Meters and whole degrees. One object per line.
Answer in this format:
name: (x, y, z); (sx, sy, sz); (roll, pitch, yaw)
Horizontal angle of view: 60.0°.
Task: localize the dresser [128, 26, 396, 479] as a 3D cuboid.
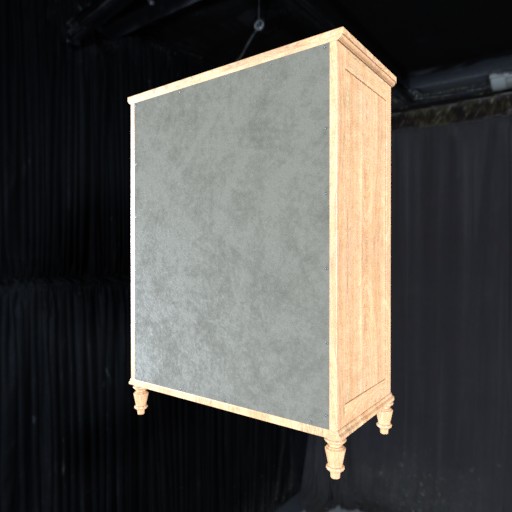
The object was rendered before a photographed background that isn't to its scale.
dresser: (0.000, 0.000, 1.753); (0.973, 1.318, 0.484); (0, 0, 36)
